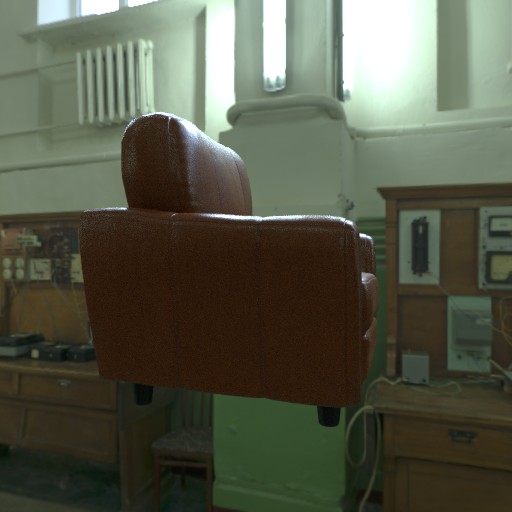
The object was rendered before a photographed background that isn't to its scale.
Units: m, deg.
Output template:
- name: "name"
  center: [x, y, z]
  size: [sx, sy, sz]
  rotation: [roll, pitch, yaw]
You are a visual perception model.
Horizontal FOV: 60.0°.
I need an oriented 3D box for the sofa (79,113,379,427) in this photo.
- name: "sofa"
  center: [0.000, 0.000, 1.502]
  size: [0.789, 0.876, 0.836]
  rotation: [0, -1, 18]
